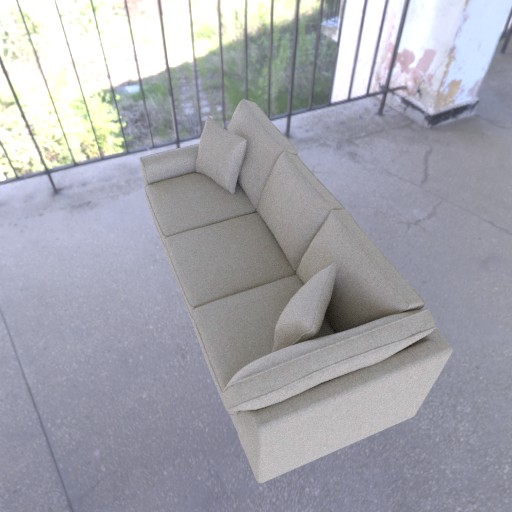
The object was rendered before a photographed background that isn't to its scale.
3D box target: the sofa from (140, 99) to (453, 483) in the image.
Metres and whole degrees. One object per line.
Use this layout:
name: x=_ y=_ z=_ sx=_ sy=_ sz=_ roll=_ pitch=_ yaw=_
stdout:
sofa: x=0.000 y=0.000 z=2.842 sx=1.061 sy=0.962 sz=2.317 roll=-17 pitch=49 yaw=-15
